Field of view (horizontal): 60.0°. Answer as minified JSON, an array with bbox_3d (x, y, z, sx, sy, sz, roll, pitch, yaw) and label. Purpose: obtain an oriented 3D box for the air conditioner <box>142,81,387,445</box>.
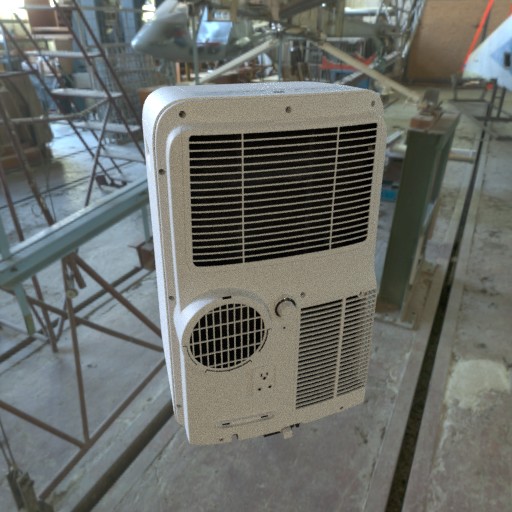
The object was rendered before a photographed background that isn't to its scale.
[{"bbox_3d":[0.000,0.000,1.050,0.478,0.765,0.467,-9,29,-16],"label":"air conditioner"}]
